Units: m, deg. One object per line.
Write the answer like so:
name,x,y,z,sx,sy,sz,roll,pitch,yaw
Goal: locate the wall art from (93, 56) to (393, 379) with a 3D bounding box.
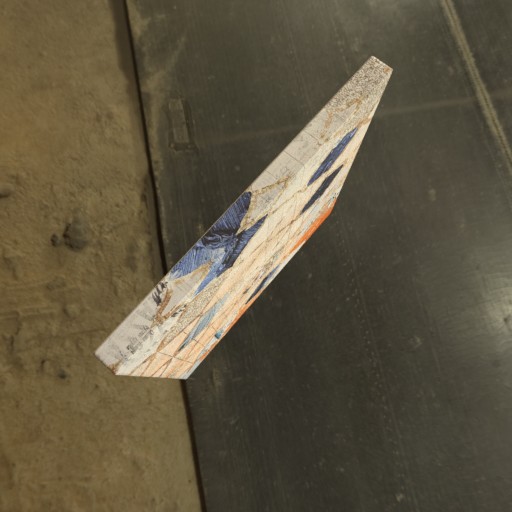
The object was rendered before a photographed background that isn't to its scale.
wall art,0.000,0.000,0.769,0.038,0.508,0.507,39,78,10
